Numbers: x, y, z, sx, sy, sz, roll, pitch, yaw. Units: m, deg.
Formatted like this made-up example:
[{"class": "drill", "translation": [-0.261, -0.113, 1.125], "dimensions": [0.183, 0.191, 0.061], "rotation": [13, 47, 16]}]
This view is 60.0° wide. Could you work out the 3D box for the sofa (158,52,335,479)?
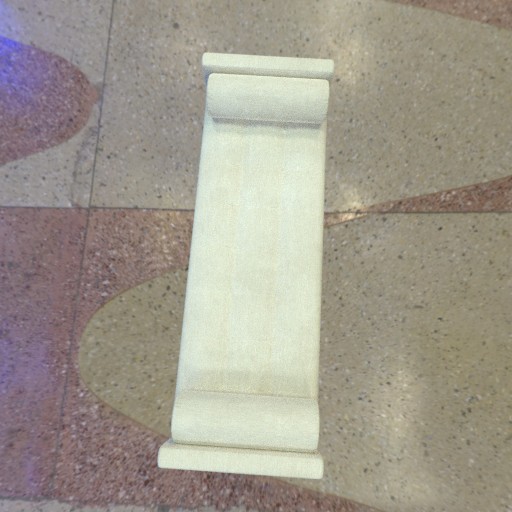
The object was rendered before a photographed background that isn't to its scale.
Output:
[{"class": "sofa", "translation": [0.000, 0.000, 2.327], "dimensions": [0.686, 0.635, 1.981], "rotation": [4, 76, 1]}]
